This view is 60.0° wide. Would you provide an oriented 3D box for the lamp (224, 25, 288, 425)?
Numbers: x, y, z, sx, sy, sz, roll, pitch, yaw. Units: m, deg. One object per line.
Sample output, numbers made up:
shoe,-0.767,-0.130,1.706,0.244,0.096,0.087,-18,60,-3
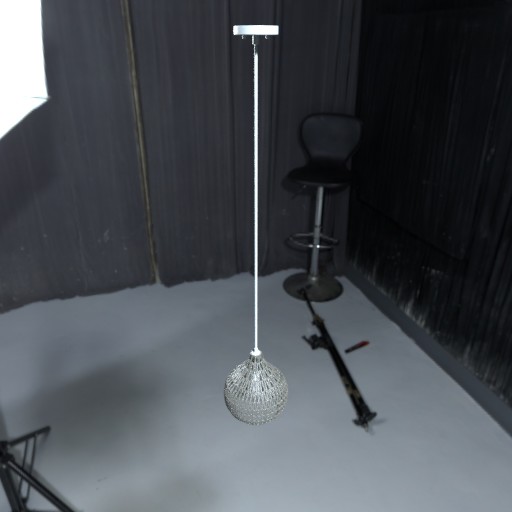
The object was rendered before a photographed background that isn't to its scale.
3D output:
lamp,0.000,0.000,2.084,0.355,1.919,0.355,-8,27,-15
